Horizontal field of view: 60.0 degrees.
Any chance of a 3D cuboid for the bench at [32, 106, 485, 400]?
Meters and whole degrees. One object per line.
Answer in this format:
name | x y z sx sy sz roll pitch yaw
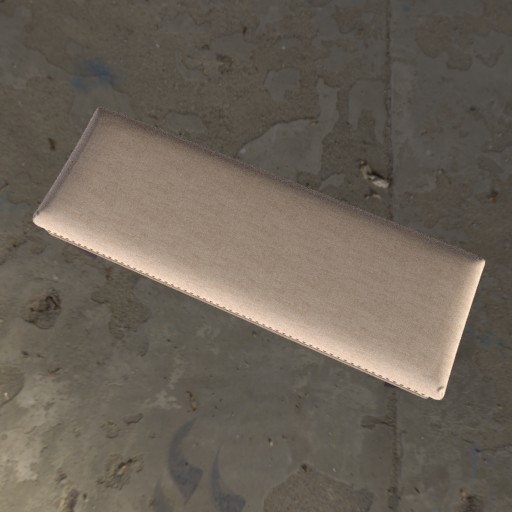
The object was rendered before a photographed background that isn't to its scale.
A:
bench | 0.000 0.000 1.408 1.219 0.457 0.410 23 76 6
